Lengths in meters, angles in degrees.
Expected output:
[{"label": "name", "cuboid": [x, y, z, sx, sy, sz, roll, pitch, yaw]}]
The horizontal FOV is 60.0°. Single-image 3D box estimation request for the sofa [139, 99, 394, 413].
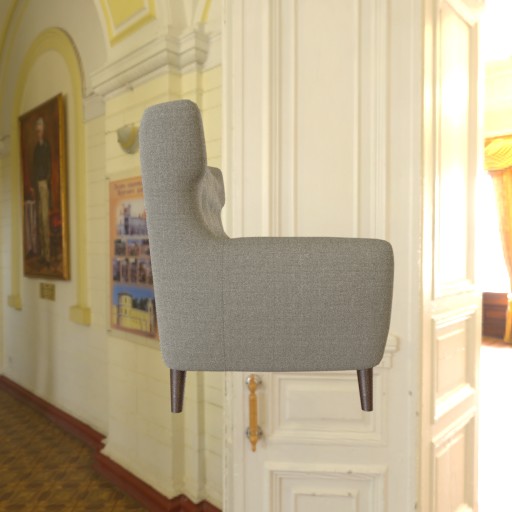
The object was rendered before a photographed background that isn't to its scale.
[{"label": "sofa", "cuboid": [0.000, 0.000, 2.054, 0.884, 1.028, 1.386, 0, 2, -1]}]
